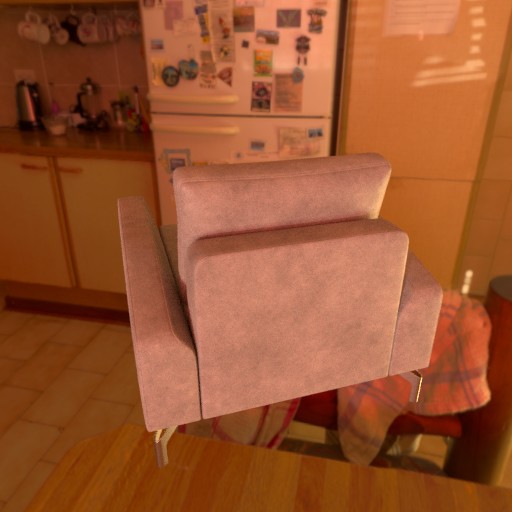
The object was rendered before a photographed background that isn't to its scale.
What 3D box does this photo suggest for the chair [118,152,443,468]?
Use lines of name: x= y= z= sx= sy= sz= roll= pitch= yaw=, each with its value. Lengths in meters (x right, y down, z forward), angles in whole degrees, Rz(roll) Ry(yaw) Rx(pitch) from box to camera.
chair: x=0.000 y=0.000 z=1.576 sx=0.900 sy=0.800 sz=0.900 roll=-8 pitch=27 yaw=-16
